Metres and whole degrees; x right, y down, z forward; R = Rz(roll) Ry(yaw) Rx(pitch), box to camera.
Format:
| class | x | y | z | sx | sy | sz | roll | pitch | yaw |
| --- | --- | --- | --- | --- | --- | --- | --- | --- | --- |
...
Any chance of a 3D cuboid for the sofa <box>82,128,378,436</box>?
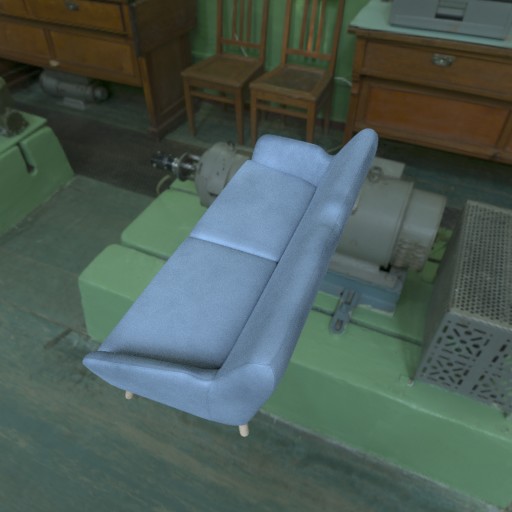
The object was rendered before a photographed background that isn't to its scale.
| class | x | y | z | sx | sy | sz | roll | pitch | yaw |
| --- | --- | --- | --- | --- | --- | --- | --- | --- | --- |
| sofa | 0.000 | 0.000 | 2.345 | 0.850 | 0.810 | 1.870 | 16 | 47 | 16 |
